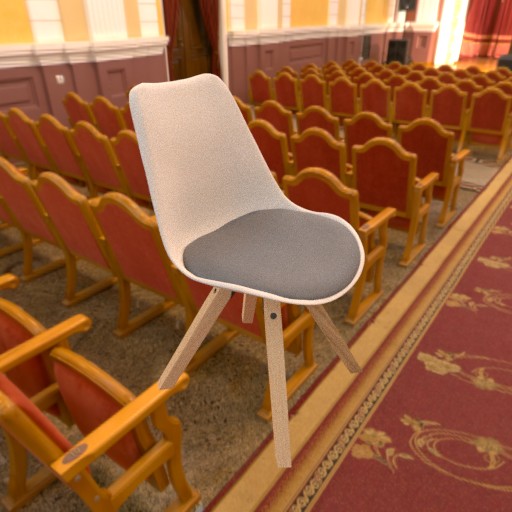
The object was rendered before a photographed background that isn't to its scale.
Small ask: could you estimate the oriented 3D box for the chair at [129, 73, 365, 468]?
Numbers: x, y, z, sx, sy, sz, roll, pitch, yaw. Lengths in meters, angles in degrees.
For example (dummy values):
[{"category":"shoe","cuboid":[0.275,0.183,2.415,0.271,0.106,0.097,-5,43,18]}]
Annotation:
[{"category":"chair","cuboid":[0.000,0.000,1.182,0.550,0.850,0.485,20,35,32]}]
